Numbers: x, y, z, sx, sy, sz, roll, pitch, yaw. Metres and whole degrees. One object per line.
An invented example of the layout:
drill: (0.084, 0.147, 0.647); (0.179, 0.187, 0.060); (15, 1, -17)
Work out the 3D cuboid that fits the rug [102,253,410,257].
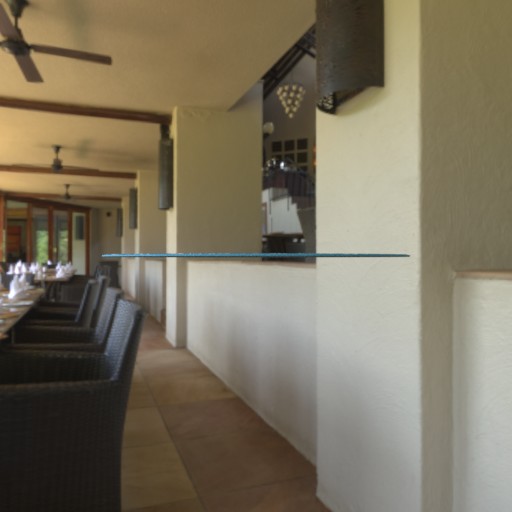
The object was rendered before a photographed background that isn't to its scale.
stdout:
rug: (0.000, 0.000, 2.424); (1.593, 0.012, 1.593); (0, 0, 0)
